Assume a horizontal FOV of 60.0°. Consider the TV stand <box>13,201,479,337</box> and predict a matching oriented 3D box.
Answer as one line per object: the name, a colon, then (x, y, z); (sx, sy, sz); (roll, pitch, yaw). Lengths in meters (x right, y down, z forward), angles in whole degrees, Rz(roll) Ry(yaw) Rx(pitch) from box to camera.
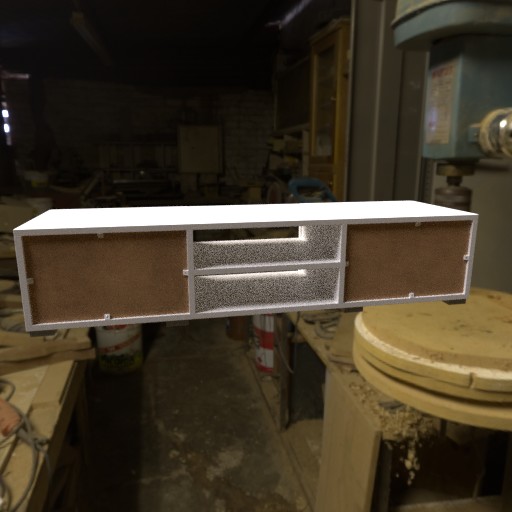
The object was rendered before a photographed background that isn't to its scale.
TV stand: (0.000, 0.000, 1.547); (1.400, 0.310, 0.420); (-3, 14, -11)
